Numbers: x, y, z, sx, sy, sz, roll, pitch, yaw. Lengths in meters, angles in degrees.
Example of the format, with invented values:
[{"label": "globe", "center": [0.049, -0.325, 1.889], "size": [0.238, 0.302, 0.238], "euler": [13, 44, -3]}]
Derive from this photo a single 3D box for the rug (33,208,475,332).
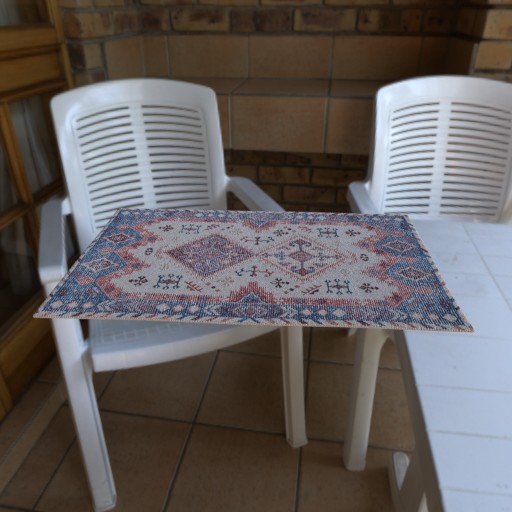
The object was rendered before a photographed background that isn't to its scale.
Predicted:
[{"label": "rug", "center": [0.000, 0.000, 3.110], "size": [2.464, 0.023, 1.521], "euler": [2, 30, 3]}]
